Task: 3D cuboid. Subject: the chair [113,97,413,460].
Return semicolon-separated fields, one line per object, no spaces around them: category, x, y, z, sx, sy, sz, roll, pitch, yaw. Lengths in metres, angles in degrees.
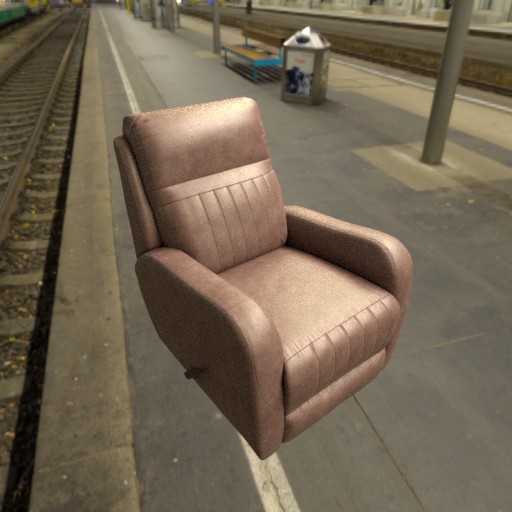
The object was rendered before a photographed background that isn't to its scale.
chair;0.000;0.000;1.821;0.865;1.067;1.067;-22;37;-33
